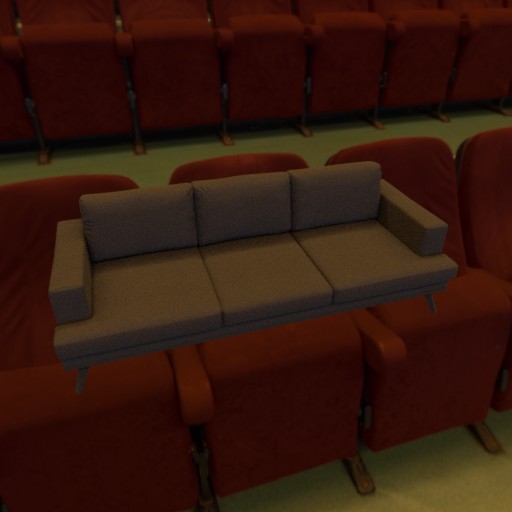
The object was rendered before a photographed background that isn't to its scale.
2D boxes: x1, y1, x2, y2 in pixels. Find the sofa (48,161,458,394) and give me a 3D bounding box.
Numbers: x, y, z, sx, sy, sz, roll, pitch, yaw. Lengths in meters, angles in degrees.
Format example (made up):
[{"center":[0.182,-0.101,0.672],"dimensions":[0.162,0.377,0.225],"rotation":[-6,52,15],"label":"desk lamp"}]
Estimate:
[{"center":[0.000,0.000,2.747],"dimensions":[2.310,0.810,0.920],"rotation":[-10,34,-15],"label":"sofa"}]
